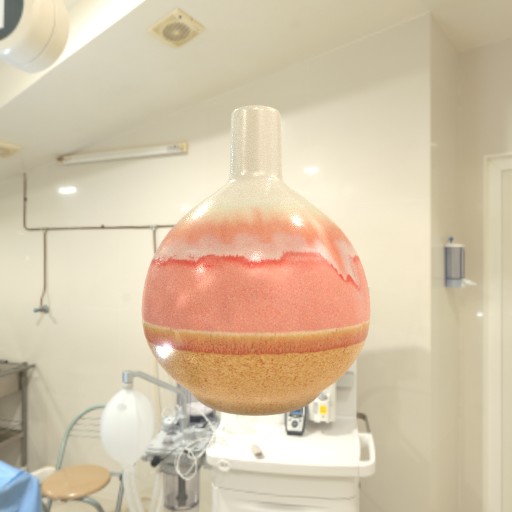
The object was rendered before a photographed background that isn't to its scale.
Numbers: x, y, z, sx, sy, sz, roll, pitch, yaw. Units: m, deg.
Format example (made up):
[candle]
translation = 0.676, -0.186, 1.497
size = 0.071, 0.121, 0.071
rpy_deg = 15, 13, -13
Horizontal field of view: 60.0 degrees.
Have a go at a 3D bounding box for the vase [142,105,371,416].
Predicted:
[vase]
translation = 0.000, 0.000, 0.273
size = 0.137, 0.176, 0.137
rpy_deg = 0, 0, 0
